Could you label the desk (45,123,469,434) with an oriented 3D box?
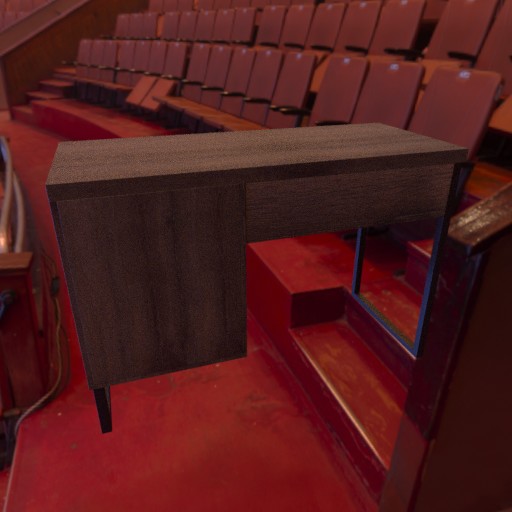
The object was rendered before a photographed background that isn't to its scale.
[{"bbox_3d":[0.000,0.000,1.504,1.134,0.752,0.511,-8,27,-17],"label":"desk"}]
